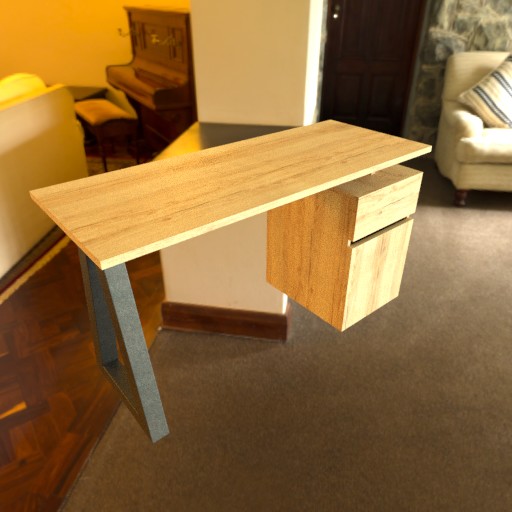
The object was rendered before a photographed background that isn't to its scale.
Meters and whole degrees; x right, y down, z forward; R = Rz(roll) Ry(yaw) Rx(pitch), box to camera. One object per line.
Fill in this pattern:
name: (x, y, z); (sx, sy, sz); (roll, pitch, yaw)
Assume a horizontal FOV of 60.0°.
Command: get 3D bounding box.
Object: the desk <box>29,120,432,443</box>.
desk: (0.000, 0.000, 1.793); (1.400, 0.760, 0.550); (-23, 38, -33)
